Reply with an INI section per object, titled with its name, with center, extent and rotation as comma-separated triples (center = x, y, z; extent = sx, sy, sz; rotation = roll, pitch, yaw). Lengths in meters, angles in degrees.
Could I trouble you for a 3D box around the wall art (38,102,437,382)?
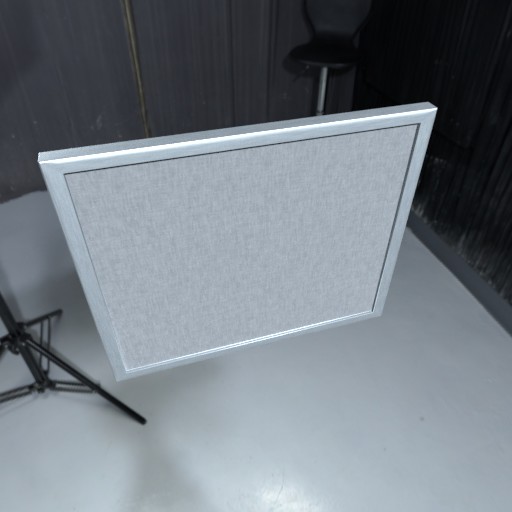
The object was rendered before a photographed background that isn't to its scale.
[wall art]
center = 0.000, 0.000, 0.751
extent = 0.556, 0.457, 0.028
rotation = -11, 42, -13
